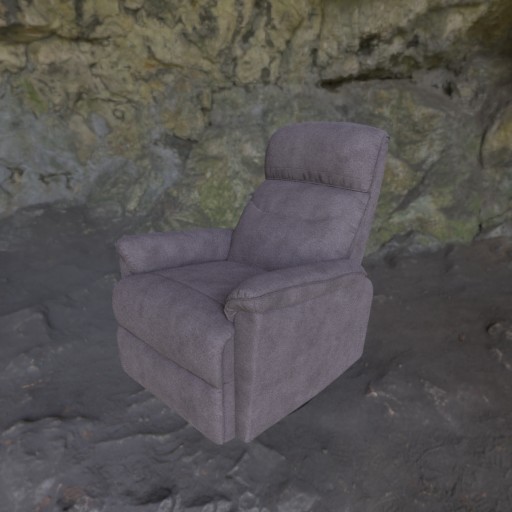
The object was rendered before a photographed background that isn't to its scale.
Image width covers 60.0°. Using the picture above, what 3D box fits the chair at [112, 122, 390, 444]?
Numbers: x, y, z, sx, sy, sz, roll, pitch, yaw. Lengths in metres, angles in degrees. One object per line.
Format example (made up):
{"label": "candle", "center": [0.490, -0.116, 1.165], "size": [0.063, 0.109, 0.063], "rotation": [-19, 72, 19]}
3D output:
{"label": "chair", "center": [0.000, 0.000, 1.795], "size": [1.009, 1.036, 0.830], "rotation": [-16, 23, -42]}
